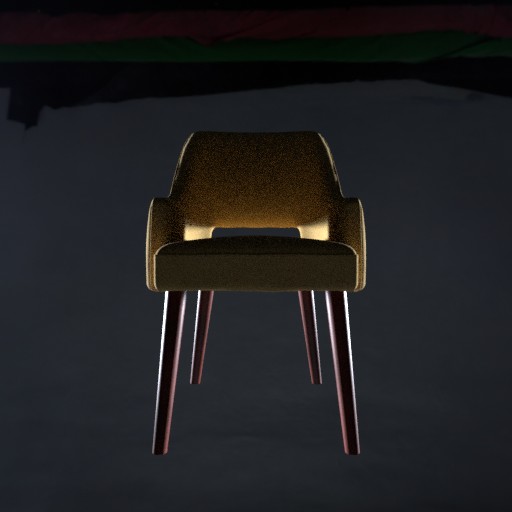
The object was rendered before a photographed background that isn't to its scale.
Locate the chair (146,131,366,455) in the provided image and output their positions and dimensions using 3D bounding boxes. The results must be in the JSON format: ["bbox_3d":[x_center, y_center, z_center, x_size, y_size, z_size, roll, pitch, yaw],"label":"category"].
[{"bbox_3d":[0.000,0.000,1.244,0.548,0.849,0.605,0,0,0],"label":"chair"}]
